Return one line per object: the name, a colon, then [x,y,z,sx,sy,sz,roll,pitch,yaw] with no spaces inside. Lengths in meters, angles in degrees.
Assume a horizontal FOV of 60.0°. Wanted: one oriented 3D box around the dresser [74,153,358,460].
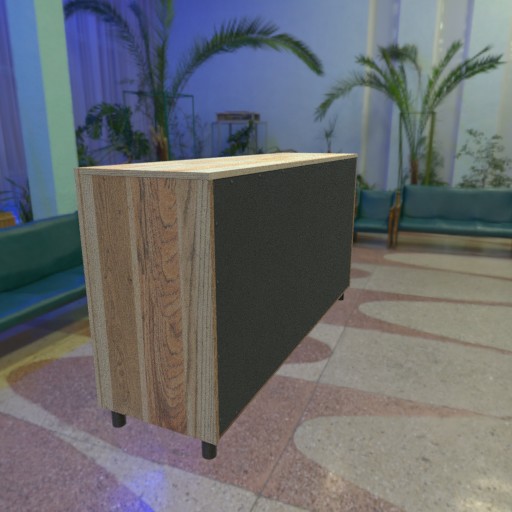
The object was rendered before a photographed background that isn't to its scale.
dresser: [0.000,0.000,1.939,0.487,0.834,1.547,7,16,25]
